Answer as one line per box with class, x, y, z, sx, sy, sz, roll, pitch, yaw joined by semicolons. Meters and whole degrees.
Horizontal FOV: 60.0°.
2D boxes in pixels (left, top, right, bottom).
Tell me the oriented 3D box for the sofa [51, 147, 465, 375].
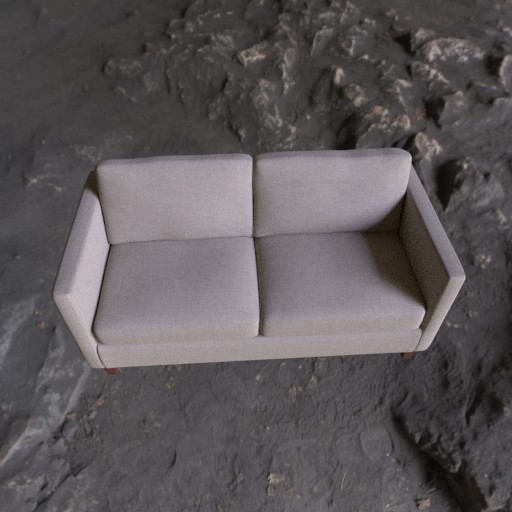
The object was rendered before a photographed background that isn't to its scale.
sofa;0.000;0.000;2.466;1.884;0.947;0.951;-2;48;-2
